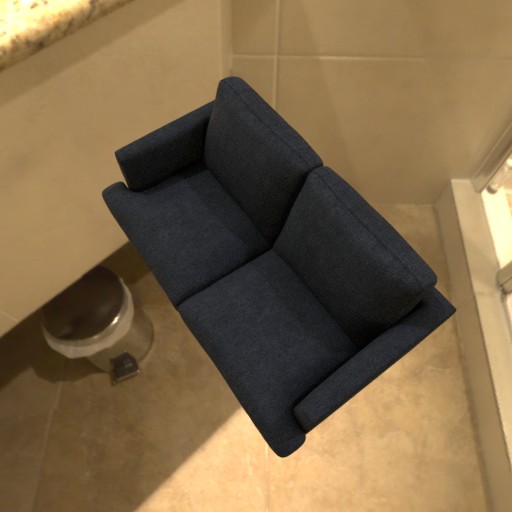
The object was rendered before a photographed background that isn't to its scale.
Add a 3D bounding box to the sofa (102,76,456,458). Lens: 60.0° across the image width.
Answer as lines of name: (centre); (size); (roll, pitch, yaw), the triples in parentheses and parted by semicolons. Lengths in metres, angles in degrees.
sofa: (0.000, 0.000, 2.139); (0.903, 0.944, 1.582); (-33, 68, -15)
